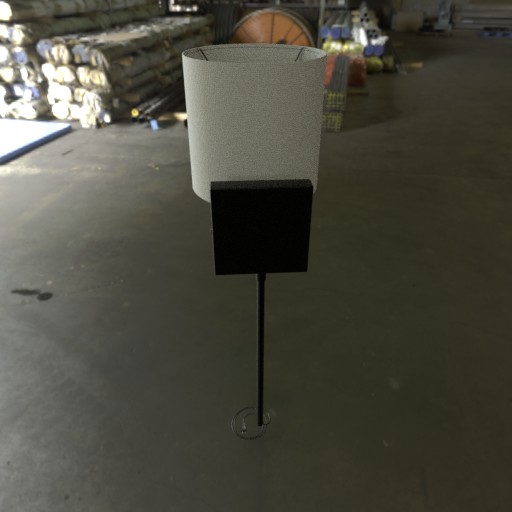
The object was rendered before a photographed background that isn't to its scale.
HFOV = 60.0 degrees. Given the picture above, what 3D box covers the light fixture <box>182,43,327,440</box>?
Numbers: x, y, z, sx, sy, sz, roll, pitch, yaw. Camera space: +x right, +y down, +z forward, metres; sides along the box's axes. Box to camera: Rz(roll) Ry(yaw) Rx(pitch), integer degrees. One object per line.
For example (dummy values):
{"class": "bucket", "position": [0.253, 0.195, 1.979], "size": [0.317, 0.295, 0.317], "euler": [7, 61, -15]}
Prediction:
{"class": "light fixture", "position": [0.000, 0.000, 0.709], "size": [0.188, 0.589, 0.248], "euler": [-2, 32, -3]}
